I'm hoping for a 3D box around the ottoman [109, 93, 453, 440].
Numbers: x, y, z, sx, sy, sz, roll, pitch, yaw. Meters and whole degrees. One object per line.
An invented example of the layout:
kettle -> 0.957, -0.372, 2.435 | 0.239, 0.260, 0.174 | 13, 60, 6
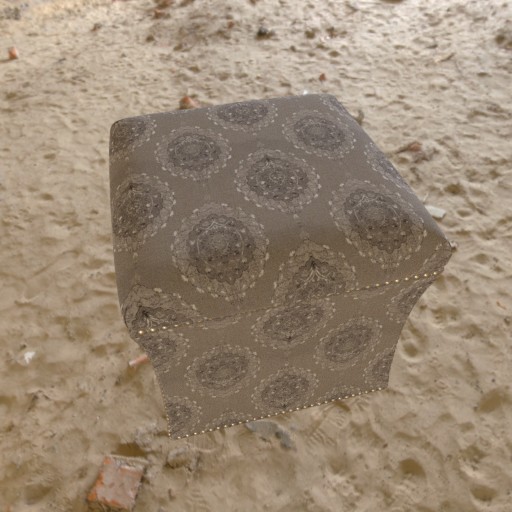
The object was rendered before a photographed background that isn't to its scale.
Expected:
ottoman -> 0.000, 0.000, 0.905 | 0.497, 0.473, 0.507 | -10, 47, -10
